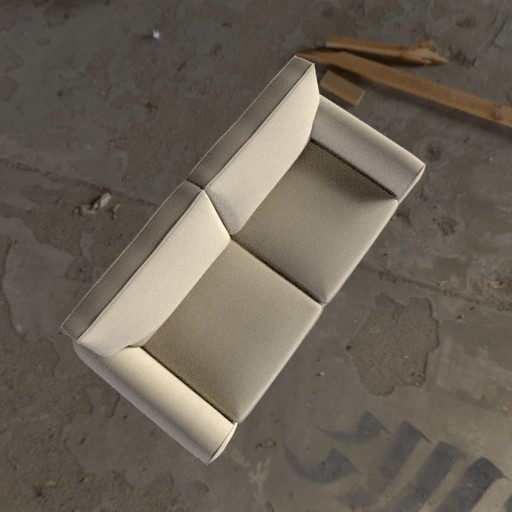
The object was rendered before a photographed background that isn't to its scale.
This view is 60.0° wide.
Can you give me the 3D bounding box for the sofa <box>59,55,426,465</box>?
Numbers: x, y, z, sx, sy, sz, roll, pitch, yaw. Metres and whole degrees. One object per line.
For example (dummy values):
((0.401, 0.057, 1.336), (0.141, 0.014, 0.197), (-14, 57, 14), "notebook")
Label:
((0.000, 0.000, 2.221), (0.861, 0.933, 1.774), (36, 78, 9), "sofa")
